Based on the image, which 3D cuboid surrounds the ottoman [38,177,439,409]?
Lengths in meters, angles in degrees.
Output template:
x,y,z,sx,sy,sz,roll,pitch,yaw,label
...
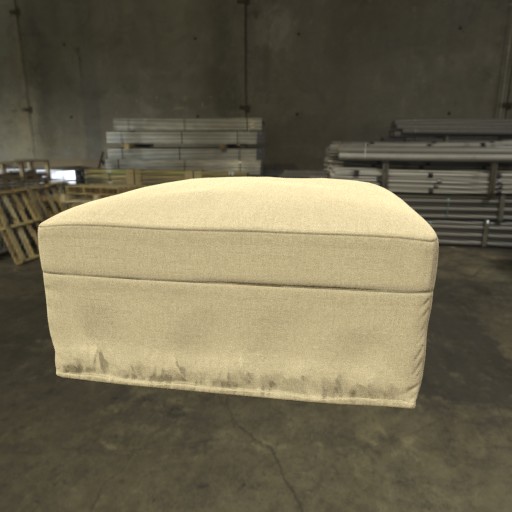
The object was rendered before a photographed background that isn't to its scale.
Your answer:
x,y,z,sx,sy,sz,roll,pitch,yaw,label
0.000,0.000,1.303,0.843,0.436,0.840,2,15,9,ottoman
